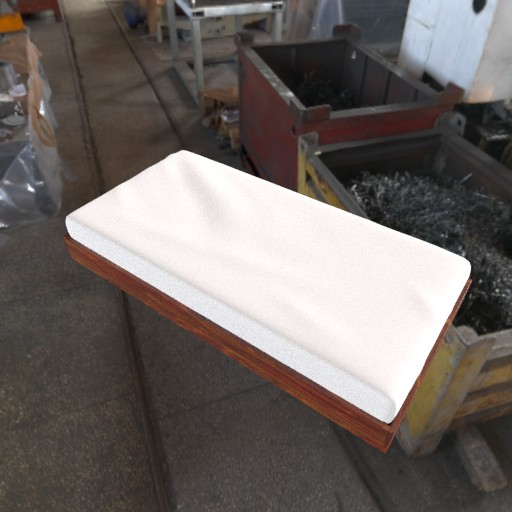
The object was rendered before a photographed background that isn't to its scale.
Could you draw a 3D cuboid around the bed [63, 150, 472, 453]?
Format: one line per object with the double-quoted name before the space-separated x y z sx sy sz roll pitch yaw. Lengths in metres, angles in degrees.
"bed" 0.000 0.000 2.229 1.860 0.312 0.940 26 48 26
